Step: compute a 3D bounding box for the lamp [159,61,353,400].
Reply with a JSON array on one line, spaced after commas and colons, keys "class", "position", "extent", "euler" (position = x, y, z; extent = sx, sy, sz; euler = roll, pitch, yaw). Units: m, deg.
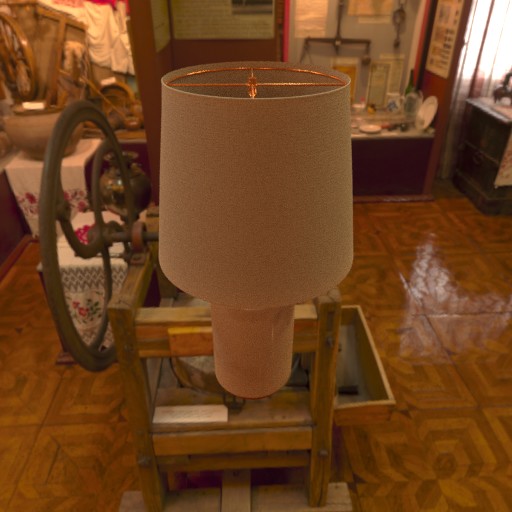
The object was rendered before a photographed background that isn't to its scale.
[{"class": "lamp", "position": [0.000, 0.000, 0.445], "extent": [0.189, 0.340, 0.189], "euler": [0, 32, 0]}]
